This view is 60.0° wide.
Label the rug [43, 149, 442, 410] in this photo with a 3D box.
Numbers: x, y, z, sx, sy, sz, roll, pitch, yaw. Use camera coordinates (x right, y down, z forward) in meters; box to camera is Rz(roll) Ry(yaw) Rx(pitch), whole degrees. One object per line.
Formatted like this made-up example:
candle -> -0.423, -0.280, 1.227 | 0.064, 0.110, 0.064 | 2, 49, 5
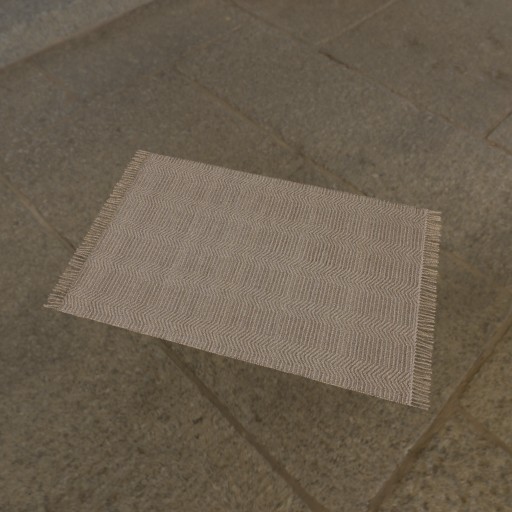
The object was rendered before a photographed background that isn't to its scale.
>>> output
rug -> 0.000, 0.000, 3.146 | 2.523, 0.034, 1.528 | 13, 58, 9
